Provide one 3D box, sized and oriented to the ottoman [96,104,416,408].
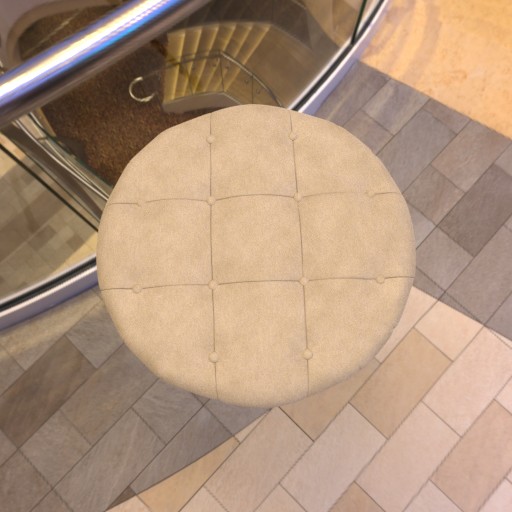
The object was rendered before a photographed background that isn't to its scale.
[{"bbox_3d":[0.000,0.000,1.401,0.901,0.439,0.901,0,76,0],"label":"ottoman"}]
